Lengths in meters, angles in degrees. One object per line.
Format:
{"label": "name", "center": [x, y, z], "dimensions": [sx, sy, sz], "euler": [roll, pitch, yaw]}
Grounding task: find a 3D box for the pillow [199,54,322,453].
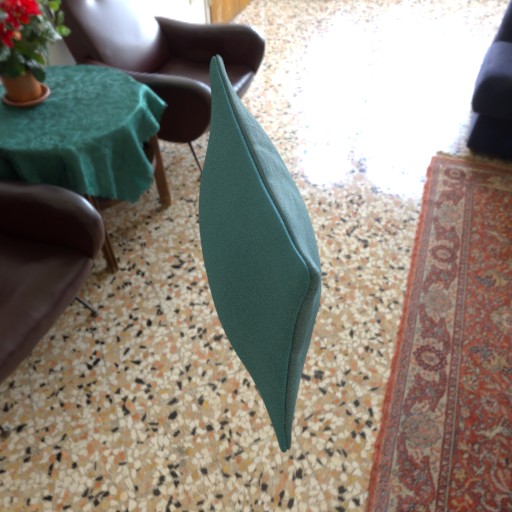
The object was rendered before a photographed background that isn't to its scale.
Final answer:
{"label": "pillow", "center": [0.000, 0.000, 0.652], "dimensions": [0.151, 0.415, 0.433], "euler": [-11, 49, -10]}
